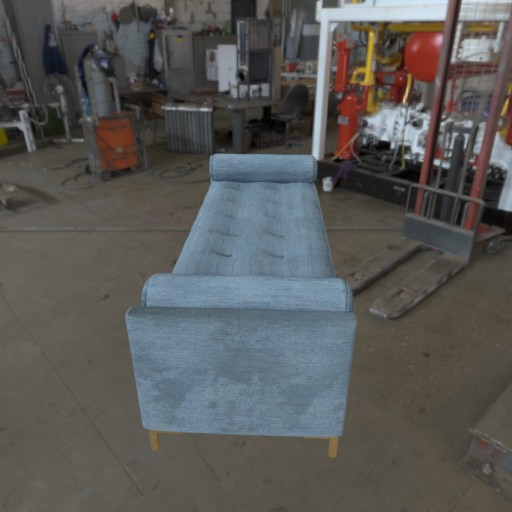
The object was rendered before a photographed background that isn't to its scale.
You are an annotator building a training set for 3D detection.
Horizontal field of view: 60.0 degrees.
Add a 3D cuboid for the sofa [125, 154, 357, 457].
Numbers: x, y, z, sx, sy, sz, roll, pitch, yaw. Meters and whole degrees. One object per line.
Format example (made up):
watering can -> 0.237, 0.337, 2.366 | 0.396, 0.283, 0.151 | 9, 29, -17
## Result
sofa -> 0.000, 0.000, 2.505 | 0.796, 0.705, 2.102 | 1, 27, 2
